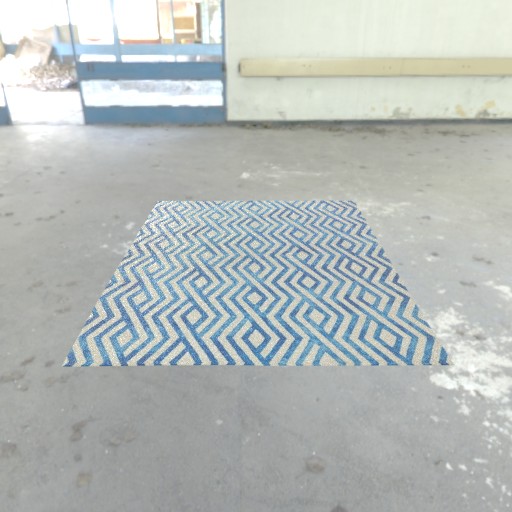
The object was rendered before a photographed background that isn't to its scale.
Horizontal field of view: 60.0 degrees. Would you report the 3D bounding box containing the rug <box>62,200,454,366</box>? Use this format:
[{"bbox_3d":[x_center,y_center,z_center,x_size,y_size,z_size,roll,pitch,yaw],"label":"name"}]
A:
[{"bbox_3d":[0.000,0.000,4.127,2.453,0.008,3.059,0,27,0],"label":"rug"}]
